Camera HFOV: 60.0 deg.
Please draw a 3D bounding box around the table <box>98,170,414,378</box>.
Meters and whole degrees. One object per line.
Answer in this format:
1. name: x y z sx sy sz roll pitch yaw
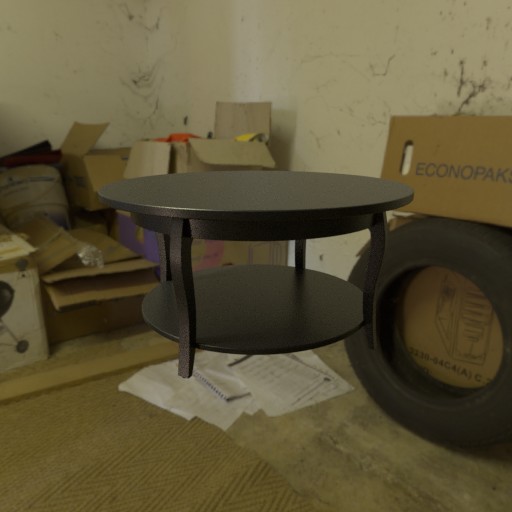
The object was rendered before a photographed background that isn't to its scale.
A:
1. table: 0.000 0.000 1.416 0.914 0.457 0.914 0 16 0
